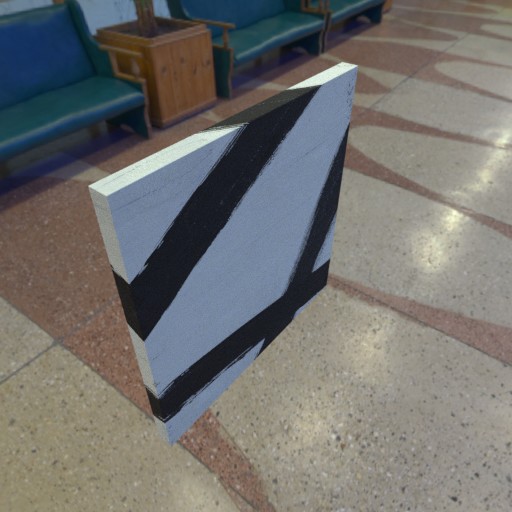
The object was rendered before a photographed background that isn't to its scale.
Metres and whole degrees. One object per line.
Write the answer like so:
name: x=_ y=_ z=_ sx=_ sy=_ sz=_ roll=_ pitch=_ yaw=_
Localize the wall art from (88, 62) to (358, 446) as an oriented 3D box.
wall art: x=0.000 y=0.000 z=1.138 sx=0.046 sy=0.765 sz=0.765 roll=27 pitch=47 yaw=28
